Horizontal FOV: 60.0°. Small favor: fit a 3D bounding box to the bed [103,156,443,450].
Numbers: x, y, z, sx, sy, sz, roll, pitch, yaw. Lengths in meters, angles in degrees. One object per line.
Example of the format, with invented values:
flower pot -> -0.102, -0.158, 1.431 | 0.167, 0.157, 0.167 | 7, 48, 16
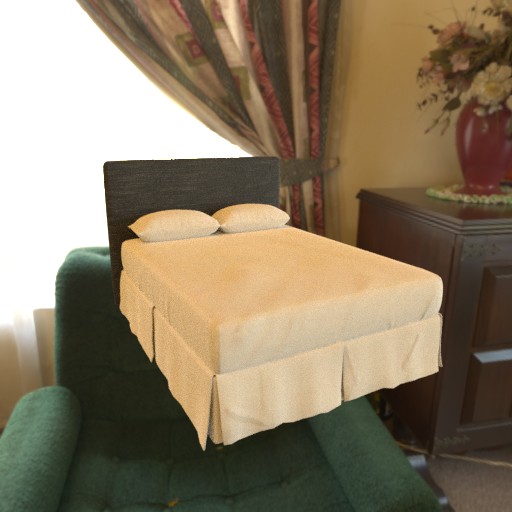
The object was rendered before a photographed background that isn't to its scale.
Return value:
bed -> 0.000, 0.000, 3.269 | 1.723, 1.330, 2.142 | -8, 17, -27
